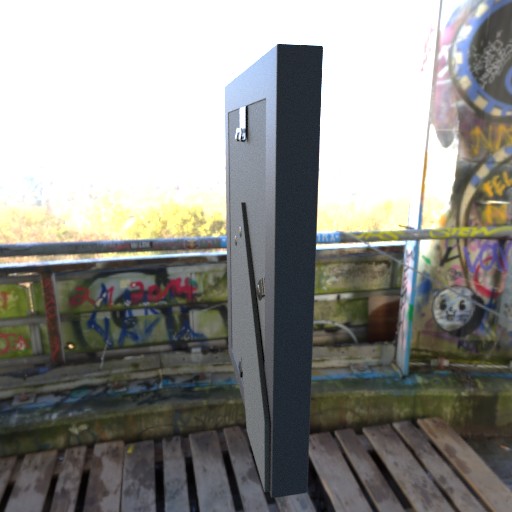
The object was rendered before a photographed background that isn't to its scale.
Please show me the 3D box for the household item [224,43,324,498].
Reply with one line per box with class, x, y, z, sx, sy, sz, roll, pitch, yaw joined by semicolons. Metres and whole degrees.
household item;0.000;0.000;0.229;0.022;0.178;0.133;-3;16;-11
